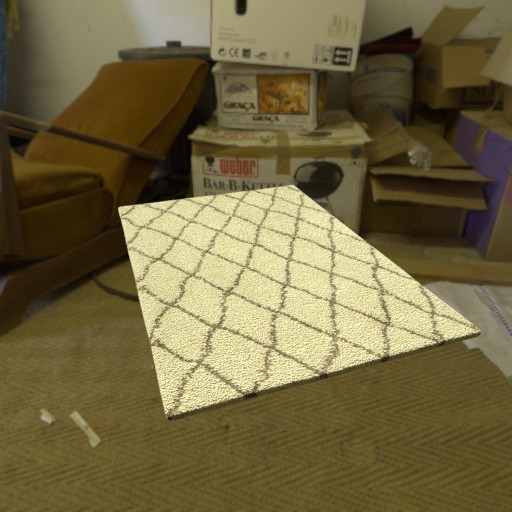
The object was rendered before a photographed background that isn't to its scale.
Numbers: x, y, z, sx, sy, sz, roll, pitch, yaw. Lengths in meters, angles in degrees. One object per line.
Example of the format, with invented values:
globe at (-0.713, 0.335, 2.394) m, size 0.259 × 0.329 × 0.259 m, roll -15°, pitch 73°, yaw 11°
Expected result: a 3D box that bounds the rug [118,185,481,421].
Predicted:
rug at (0.000, 0.000, 2.263) m, size 1.219 × 0.030 × 1.778 m, roll -10°, pitch 30°, yaw -17°
